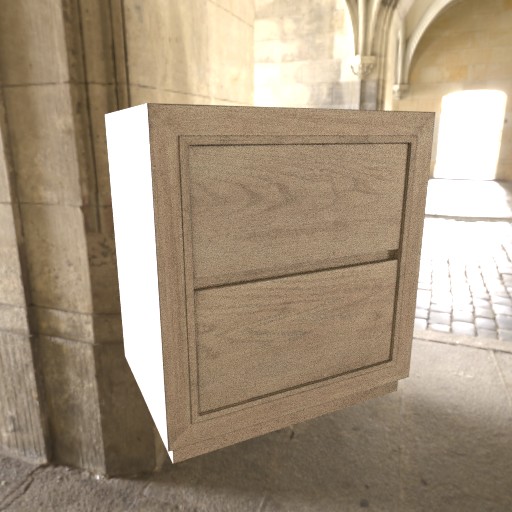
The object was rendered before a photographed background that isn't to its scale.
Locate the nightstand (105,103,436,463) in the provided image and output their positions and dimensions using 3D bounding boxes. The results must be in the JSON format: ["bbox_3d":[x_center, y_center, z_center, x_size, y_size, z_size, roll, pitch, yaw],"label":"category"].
[{"bbox_3d":[0.000,0.000,1.101,0.612,0.673,0.483,-7,17,-25],"label":"nightstand"}]
